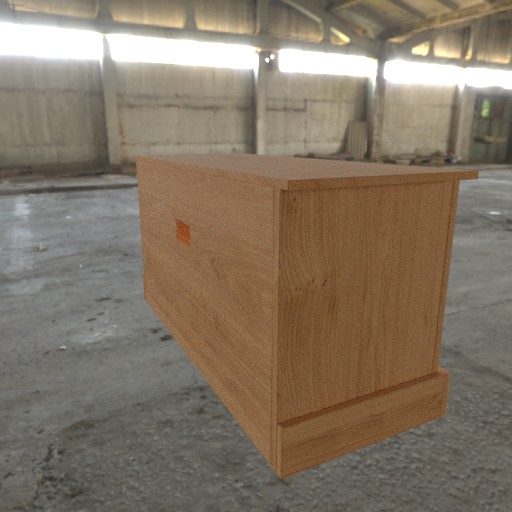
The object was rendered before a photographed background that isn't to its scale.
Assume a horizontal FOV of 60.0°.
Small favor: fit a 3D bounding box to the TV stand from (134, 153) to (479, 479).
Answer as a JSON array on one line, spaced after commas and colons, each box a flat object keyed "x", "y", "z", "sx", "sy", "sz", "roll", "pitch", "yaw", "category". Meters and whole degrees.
[{"x": 0.000, "y": 0.000, "z": 1.306, "sx": 0.440, "sy": 0.550, "sz": 1.080, "roll": -8, "pitch": 17, "yaw": -26, "category": "TV stand"}]
